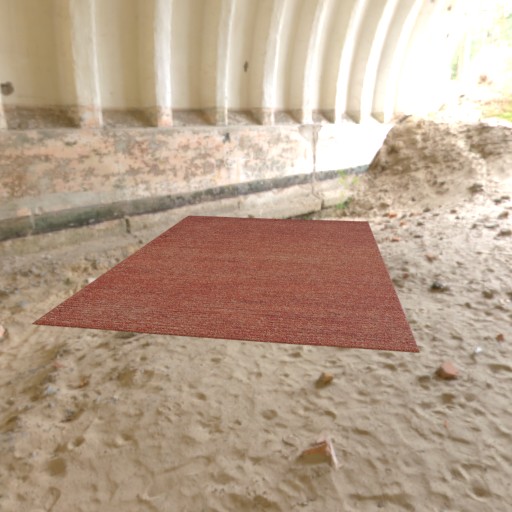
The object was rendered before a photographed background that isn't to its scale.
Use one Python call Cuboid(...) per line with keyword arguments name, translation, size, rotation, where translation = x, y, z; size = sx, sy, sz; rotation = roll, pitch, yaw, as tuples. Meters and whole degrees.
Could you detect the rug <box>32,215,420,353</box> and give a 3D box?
Cuboid(name="rug", translation=(0.000, 0.000, 4.997), size=(2.803, 0.025, 3.965), rotation=(3, 17, 8))
